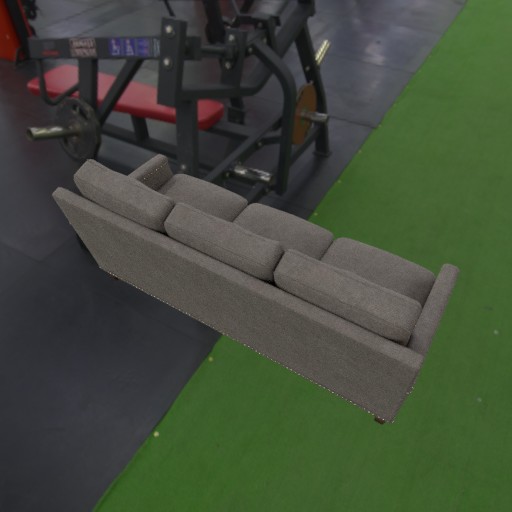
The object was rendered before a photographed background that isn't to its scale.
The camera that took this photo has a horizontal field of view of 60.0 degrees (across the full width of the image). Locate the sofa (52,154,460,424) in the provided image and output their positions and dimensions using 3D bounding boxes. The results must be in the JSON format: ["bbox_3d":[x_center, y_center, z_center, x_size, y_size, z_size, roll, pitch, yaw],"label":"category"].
[{"bbox_3d":[0.000,0.000,2.768,2.226,1.042,1.034,24,50,22],"label":"sofa"}]
